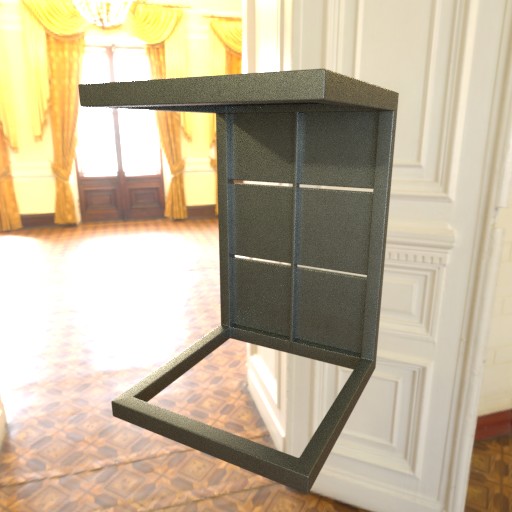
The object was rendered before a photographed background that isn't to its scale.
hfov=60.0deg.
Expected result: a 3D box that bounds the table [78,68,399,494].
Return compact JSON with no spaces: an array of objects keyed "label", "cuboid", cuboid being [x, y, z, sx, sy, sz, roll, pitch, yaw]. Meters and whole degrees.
[{"label":"table","cuboid":[0.000,0.000,0.860,0.405,0.609,0.420,9,18,27]}]
